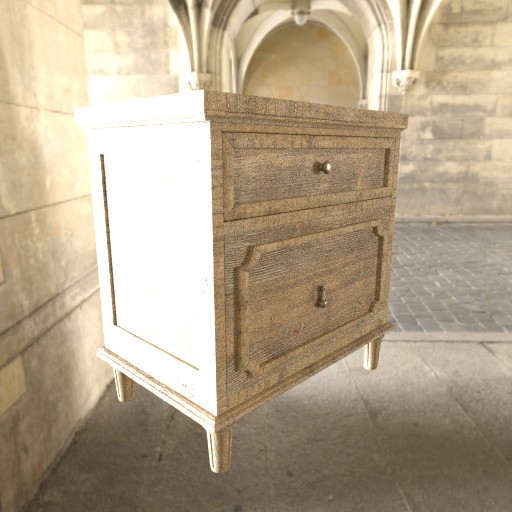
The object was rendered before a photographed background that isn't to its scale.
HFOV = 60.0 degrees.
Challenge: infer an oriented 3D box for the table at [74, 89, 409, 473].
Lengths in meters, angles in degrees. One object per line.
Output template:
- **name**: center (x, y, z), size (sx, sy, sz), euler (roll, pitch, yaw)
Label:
- **table**: center (0.000, 0.000, 1.142), size (0.457, 0.711, 0.686), euler (13, 19, 43)
